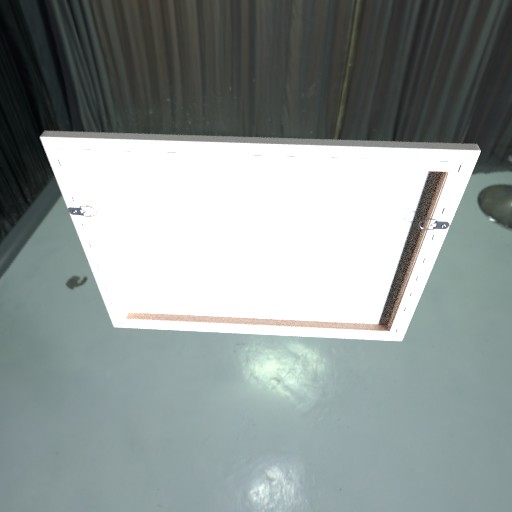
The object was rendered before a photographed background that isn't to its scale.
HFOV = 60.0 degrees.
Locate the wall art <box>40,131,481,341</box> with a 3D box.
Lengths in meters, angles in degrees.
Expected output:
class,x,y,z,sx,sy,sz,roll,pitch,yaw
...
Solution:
class,x,y,z,sx,sy,sz,roll,pitch,yaw
wall art,0.000,0.000,1.558,1.219,0.912,0.042,2,46,2
